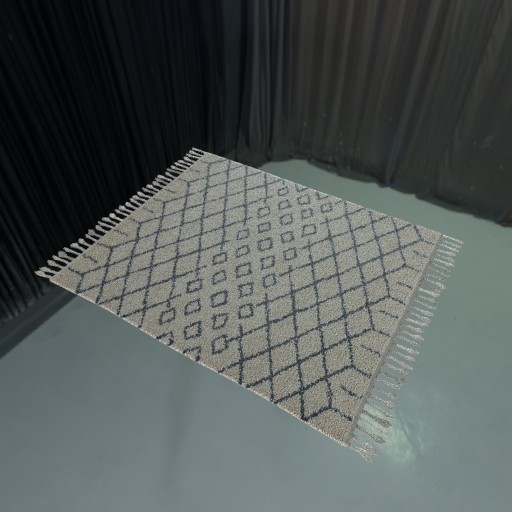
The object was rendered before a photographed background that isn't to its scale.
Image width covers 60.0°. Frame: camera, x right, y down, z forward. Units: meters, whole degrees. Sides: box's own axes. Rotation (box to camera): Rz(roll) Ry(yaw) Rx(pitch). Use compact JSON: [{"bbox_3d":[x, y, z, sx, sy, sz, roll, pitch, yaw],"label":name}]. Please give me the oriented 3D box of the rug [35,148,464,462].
[{"bbox_3d":[0.000,0.000,4.090,3.213,0.030,2.388,23,50,21],"label":"rug"}]
